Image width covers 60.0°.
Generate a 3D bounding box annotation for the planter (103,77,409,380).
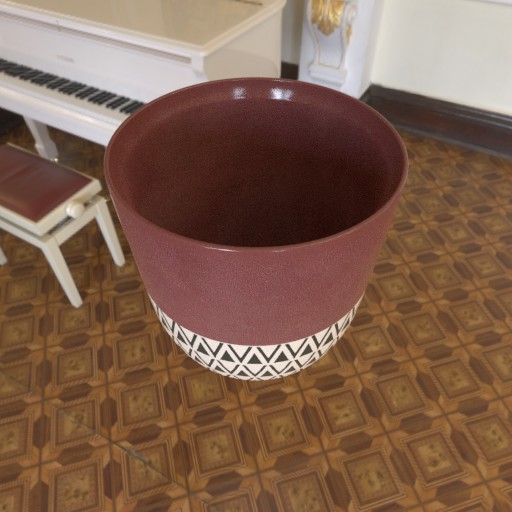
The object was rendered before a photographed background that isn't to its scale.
[{"bbox_3d":[0.000,0.000,0.367,0.195,0.214,0.195,0,47,0],"label":"planter"}]
